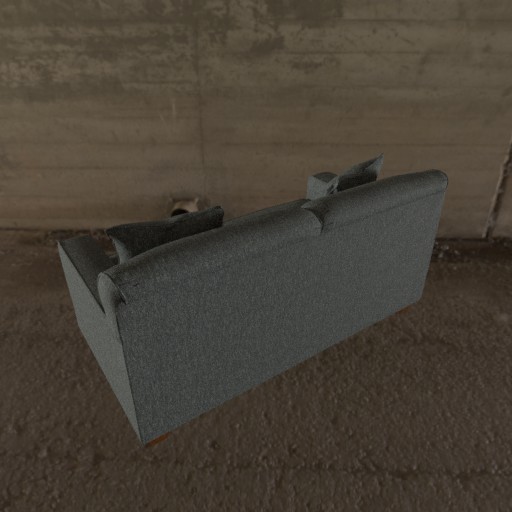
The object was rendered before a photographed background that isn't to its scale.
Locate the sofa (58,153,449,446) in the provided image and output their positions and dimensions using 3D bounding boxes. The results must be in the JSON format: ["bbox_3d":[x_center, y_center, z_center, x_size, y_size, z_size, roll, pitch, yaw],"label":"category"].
[{"bbox_3d":[0.000,0.000,2.448,1.846,0.958,0.998,-19,36,-29],"label":"sofa"}]
